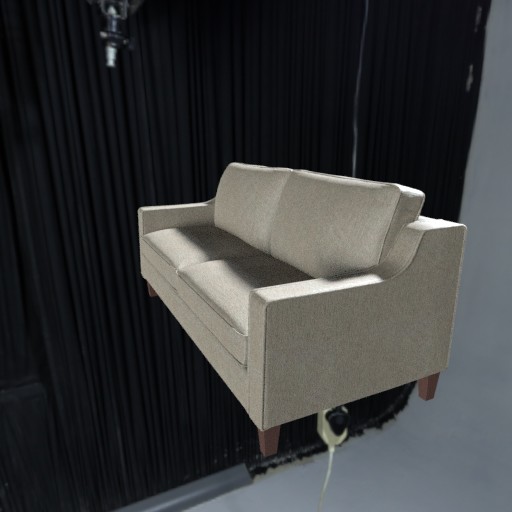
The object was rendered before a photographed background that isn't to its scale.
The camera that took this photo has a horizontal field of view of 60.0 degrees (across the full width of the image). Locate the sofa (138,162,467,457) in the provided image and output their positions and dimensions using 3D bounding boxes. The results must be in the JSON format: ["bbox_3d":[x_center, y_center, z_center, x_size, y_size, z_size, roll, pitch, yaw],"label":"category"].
[{"bbox_3d":[0.000,0.000,2.791,1.073,1.074,2.181,-8,18,-25],"label":"sofa"}]
